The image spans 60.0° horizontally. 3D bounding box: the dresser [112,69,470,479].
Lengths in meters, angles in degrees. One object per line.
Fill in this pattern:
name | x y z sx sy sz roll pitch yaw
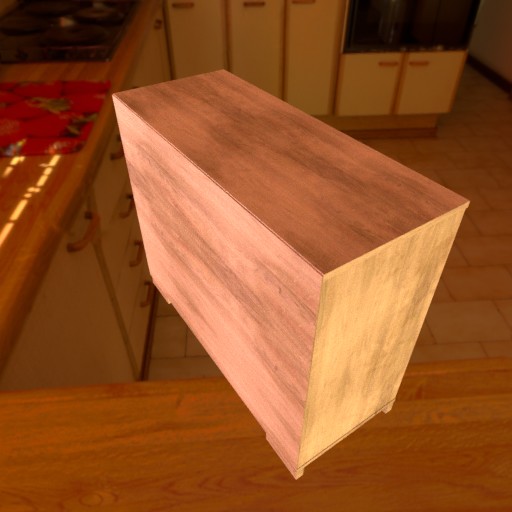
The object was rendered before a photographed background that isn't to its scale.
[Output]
dresser | 0.000 0.000 1.414 0.404 0.816 0.994 -24 46 -25
